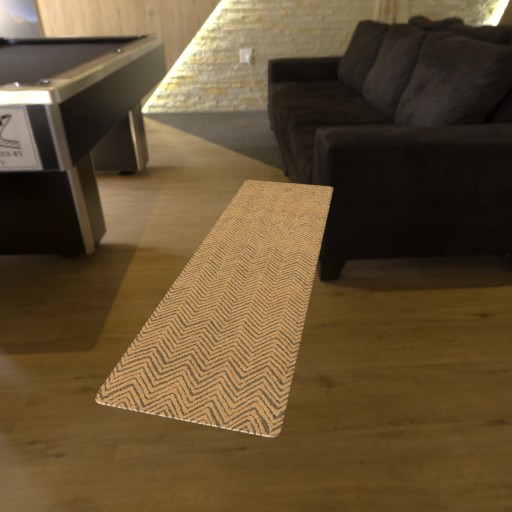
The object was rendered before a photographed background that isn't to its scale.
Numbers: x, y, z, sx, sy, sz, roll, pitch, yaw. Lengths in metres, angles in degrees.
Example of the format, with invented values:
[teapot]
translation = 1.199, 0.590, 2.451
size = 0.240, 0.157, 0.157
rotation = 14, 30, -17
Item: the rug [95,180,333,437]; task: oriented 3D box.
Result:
[rug]
translation = 0.000, 0.000, 2.490
size = 0.686, 0.008, 2.286
rotation = 7, 31, 11
